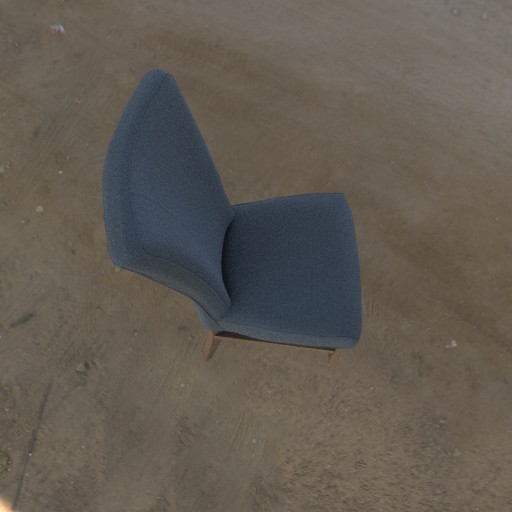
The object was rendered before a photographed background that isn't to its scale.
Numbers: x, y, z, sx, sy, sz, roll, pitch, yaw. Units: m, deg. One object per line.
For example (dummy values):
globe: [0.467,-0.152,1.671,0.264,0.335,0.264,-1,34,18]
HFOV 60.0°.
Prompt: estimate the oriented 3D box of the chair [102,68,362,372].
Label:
chair: [0.000,0.000,1.369,0.660,0.991,0.520,1,63,0]
